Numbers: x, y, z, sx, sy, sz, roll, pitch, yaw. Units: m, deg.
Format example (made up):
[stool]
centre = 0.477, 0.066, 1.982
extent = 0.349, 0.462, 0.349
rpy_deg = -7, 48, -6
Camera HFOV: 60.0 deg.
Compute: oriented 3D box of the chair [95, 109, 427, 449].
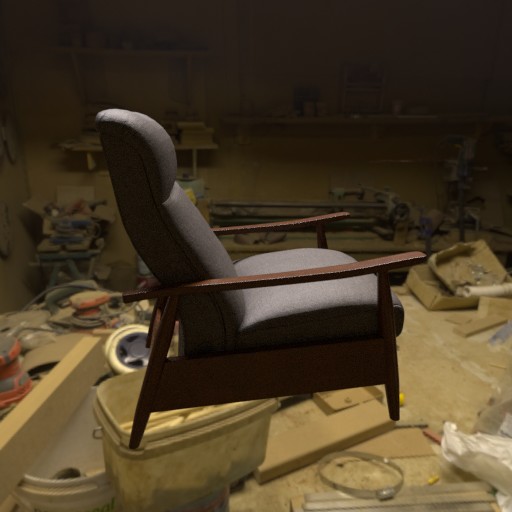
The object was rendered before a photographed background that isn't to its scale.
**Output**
[chair]
centre = 0.000, 0.000, 1.741
extent = 1.014, 1.081, 0.762
rpy_deg = -3, 17, -9
